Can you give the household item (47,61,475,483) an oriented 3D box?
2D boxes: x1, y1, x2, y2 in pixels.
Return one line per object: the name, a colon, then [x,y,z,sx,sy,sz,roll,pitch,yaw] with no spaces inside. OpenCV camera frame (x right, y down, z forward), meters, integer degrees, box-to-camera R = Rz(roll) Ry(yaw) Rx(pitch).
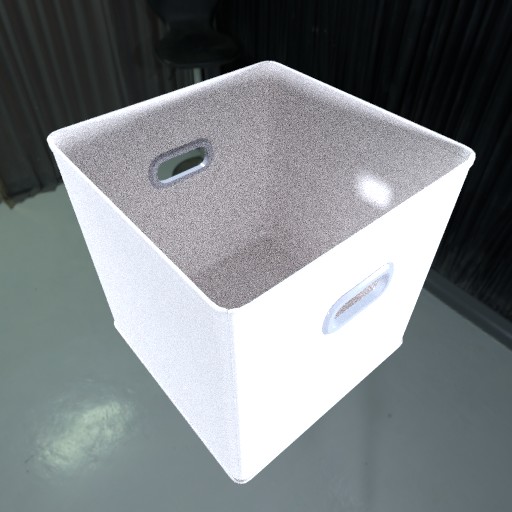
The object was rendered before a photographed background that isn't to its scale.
household item: [0.000,0.000,0.534,0.305,0.305,0.305,-31,52,-27]
